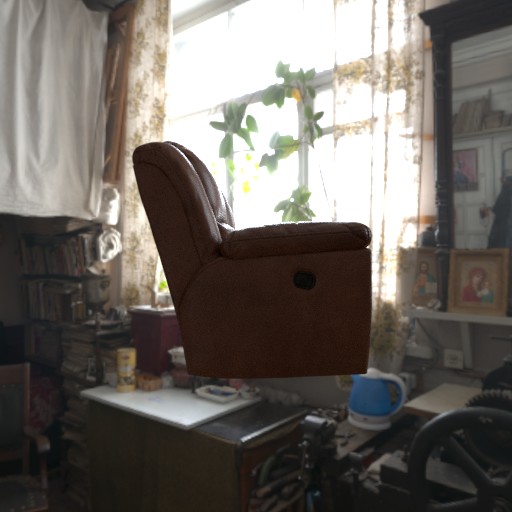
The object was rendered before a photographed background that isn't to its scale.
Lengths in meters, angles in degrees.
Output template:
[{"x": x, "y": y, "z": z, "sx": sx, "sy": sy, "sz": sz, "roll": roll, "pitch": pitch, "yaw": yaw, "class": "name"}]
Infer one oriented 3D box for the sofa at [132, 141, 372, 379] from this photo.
[{"x": 0.000, "y": 0.000, "z": 2.696, "sx": 0.991, "sy": 1.043, "sz": 2.058, "roll": 0, "pitch": 0, "yaw": 0, "class": "sofa"}]
